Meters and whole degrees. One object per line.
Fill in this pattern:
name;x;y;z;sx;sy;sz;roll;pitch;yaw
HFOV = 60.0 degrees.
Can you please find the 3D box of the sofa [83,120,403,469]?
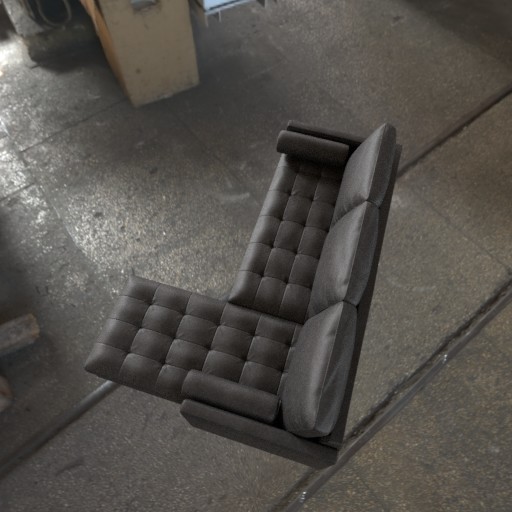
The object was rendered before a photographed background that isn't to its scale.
sofa;0.000;0.000;2.905;1.497;0.876;2.178;15;62;8
